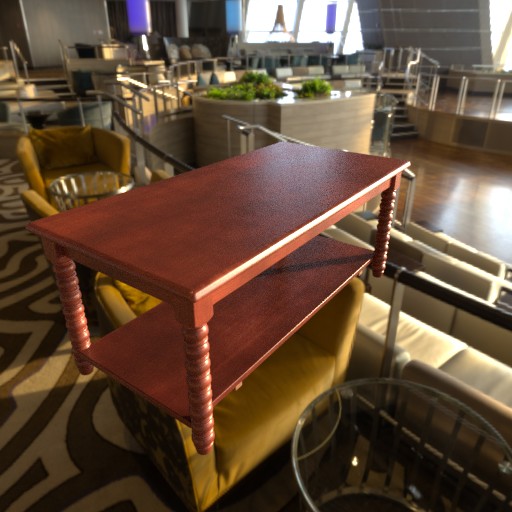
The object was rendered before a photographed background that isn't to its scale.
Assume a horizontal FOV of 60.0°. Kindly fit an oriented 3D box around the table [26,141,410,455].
[{"bbox_3d":[0.000,0.000,1.479,0.580,0.485,1.171,18,32,32],"label":"table"}]
